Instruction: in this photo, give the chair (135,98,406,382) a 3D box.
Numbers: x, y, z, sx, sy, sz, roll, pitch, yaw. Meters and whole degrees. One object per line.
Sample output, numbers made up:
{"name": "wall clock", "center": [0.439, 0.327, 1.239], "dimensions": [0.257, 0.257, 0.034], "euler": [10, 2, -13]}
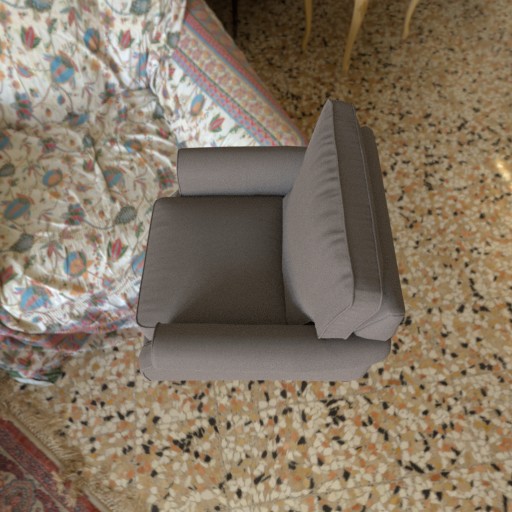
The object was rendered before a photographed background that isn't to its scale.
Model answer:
{"name": "chair", "center": [0.000, 0.000, 1.846], "dimensions": [0.966, 0.967, 1.029], "euler": [0, 59, 0]}
